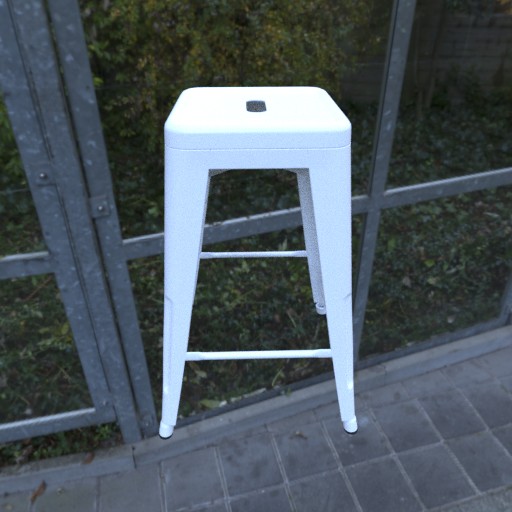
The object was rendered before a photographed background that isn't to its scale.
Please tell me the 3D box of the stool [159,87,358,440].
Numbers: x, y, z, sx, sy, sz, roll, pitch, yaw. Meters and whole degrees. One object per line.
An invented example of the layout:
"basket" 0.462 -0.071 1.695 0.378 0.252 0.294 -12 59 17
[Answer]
"stool" 0.000 0.000 0.909 0.406 0.610 0.406 -1 32 -2
